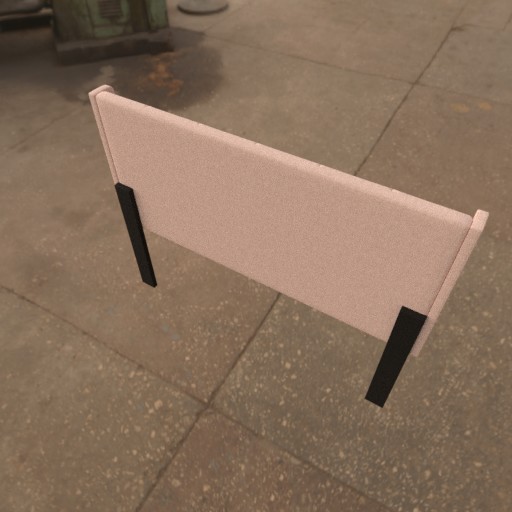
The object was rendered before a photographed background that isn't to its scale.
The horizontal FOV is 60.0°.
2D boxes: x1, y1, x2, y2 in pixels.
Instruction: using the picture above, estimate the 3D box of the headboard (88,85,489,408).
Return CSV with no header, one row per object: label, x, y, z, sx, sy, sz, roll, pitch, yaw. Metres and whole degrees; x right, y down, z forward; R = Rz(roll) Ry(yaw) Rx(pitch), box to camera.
headboard,0.000,0.000,2.606,2.051,1.524,0.184,24,52,21
